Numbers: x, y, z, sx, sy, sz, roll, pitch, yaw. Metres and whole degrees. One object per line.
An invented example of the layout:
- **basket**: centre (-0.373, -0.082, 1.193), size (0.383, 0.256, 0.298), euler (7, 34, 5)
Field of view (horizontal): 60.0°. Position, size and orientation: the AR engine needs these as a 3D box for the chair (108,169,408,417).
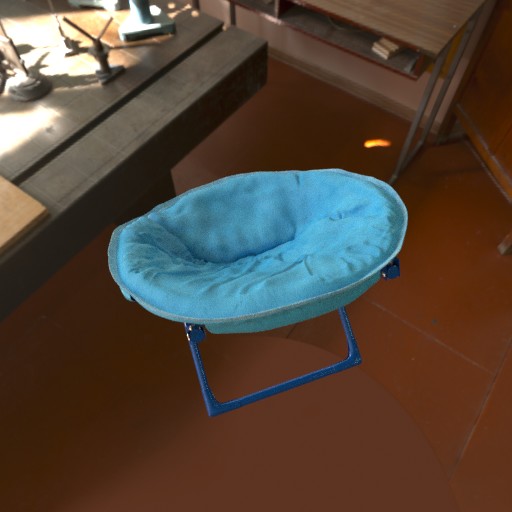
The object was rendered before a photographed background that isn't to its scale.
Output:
- **chair**: centre (0.000, 0.000, 0.889), size (0.520, 0.478, 0.465), euler (-17, 60, -10)
